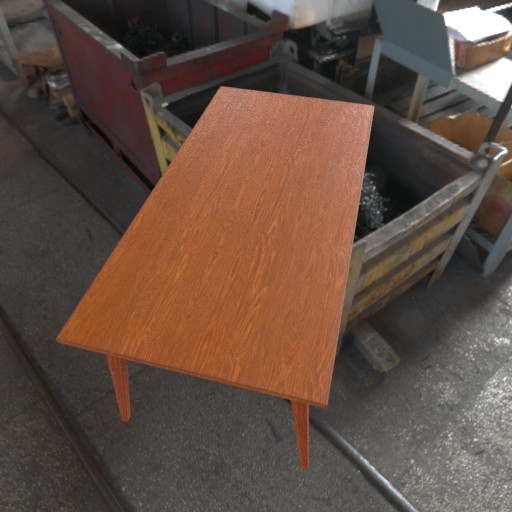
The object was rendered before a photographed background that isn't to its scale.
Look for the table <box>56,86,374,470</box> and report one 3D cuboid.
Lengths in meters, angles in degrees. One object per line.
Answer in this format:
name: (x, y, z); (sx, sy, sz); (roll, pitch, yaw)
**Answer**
table: (0.000, 0.000, 2.045); (0.811, 0.755, 1.609); (11, 49, 10)
